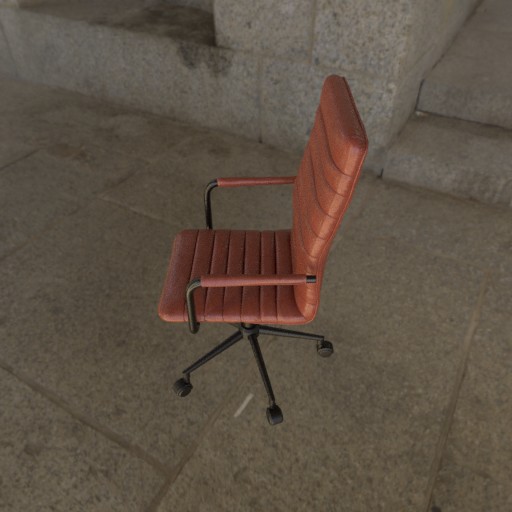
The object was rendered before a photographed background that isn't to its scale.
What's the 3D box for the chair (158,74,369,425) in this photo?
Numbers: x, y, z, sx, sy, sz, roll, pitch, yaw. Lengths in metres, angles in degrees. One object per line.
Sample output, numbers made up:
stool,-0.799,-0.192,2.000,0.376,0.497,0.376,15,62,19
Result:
chair,0.000,0.000,1.361,0.580,0.979,0.608,1,41,1
